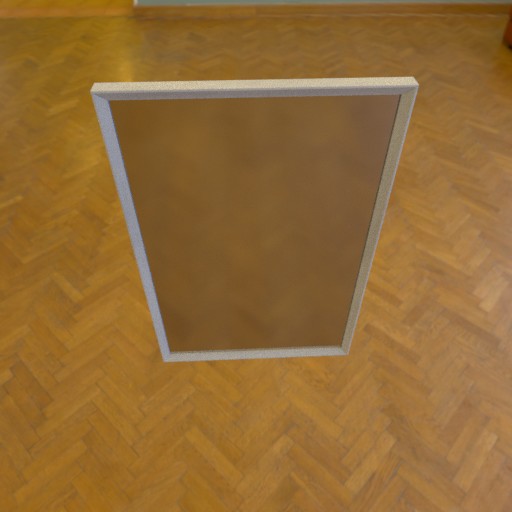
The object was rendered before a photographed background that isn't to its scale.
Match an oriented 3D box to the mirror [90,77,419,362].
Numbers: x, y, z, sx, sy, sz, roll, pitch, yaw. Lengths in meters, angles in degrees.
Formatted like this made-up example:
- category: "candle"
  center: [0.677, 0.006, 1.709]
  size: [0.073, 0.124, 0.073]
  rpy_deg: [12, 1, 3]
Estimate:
- category: "mirror"
  center: [0.000, 0.000, 1.156]
  size: [0.609, 0.915, 0.041]
  rpy_deg: [-2, 45, -2]
